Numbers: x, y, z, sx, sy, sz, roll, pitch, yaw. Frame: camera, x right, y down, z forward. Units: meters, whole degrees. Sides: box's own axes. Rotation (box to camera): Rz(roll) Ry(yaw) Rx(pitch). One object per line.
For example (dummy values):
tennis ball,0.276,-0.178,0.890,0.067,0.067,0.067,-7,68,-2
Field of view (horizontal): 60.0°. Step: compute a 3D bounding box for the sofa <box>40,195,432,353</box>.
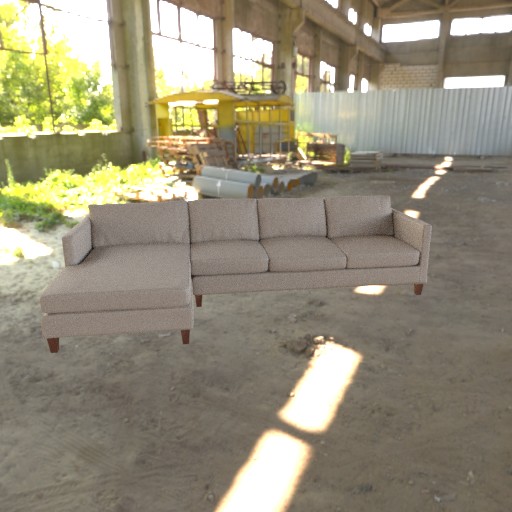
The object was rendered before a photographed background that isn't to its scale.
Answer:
sofa,0.000,0.000,3.926,3.186,0.846,1.625,-2,17,-8
